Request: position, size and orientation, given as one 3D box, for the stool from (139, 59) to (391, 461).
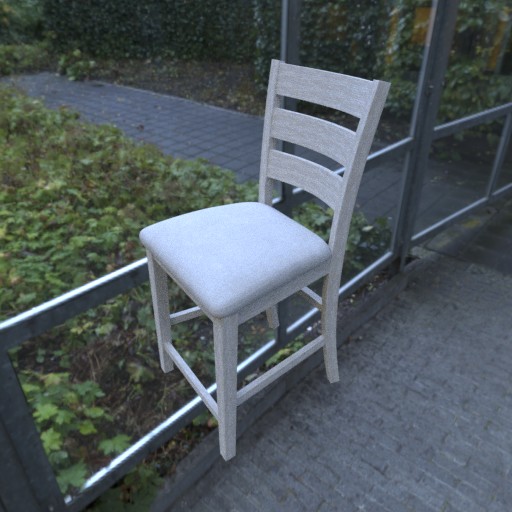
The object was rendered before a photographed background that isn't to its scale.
[{"bbox_3d":[0.000,0.000,1.359,0.569,1.032,0.484,-20,37,-29],"label":"stool"}]
